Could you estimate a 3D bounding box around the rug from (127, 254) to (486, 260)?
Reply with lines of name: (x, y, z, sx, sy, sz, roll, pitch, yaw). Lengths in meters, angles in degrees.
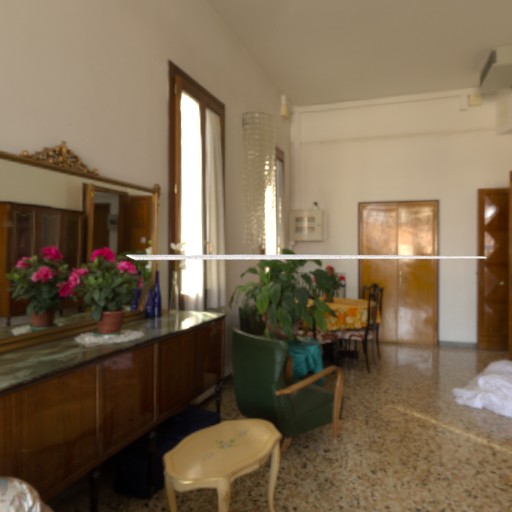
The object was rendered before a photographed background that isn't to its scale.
rug: (0.000, 0.000, 4.427, 2.448, 0.020, 3.359, 0, 0, -17)
